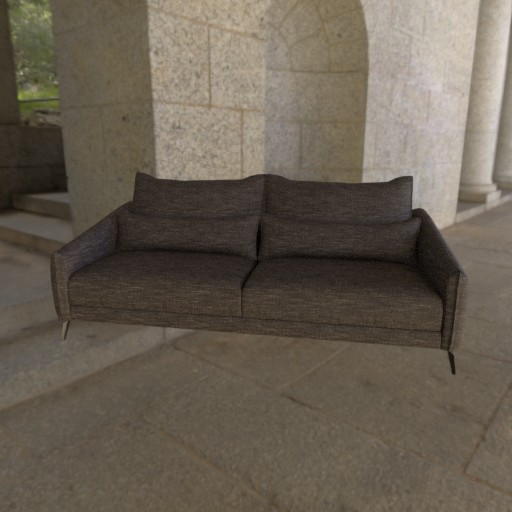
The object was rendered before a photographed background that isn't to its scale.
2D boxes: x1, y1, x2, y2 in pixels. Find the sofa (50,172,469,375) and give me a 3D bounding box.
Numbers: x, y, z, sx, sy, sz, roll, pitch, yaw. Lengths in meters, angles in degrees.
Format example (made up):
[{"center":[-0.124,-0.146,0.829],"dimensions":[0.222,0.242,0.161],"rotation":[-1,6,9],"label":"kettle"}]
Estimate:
[{"center":[0.000,0.000,2.433],"dimensions":[2.019,0.843,0.807],"rotation":[3,14,10],"label":"sofa"}]
